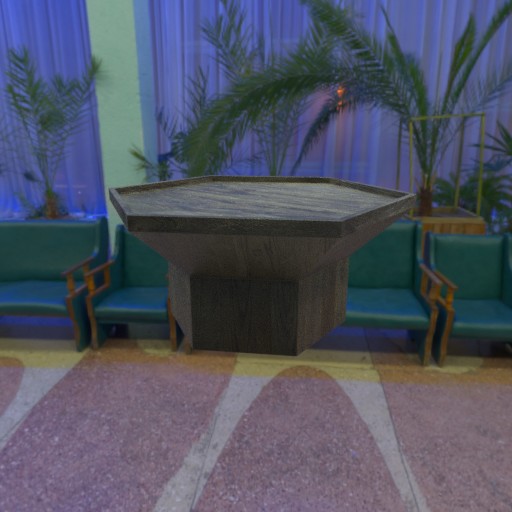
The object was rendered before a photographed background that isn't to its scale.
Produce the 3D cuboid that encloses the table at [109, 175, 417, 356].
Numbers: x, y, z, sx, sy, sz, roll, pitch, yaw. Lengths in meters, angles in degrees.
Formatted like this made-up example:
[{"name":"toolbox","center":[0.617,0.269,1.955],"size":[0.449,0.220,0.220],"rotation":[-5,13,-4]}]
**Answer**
[{"name":"table","center":[0.000,0.000,1.661],"size":[1.115,0.488,0.966],"rotation":[2,17,7]}]
